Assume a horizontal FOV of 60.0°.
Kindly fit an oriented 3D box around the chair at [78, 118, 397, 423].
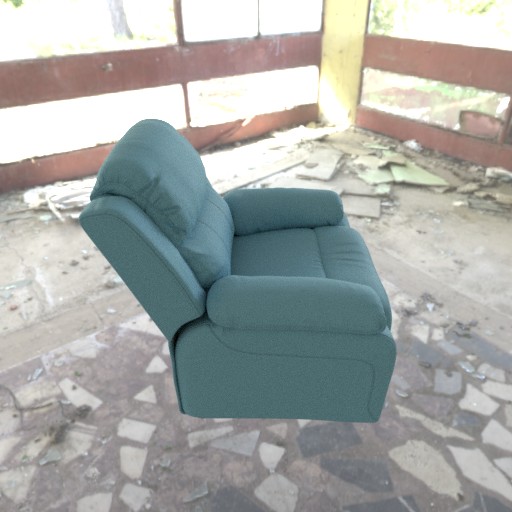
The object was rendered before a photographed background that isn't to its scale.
[{"bbox_3d":[0.000,0.000,1.245,0.709,0.702,0.680,0,32,0],"label":"chair"}]
